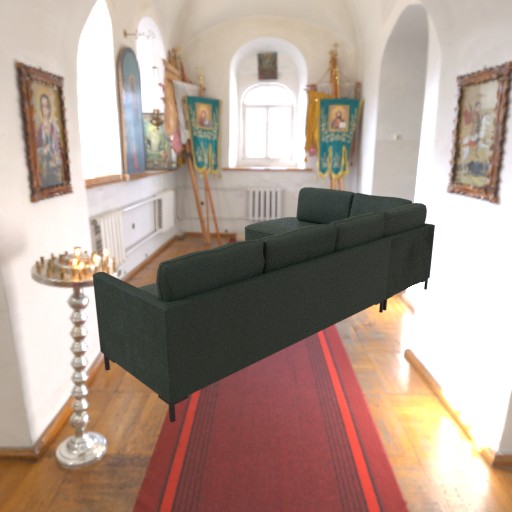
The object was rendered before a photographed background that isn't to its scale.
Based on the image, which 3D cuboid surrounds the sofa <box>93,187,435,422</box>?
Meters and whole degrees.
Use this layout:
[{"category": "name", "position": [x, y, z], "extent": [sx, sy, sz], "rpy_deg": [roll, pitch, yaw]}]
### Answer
[{"category": "sofa", "position": [0.000, 0.000, 4.333], "extent": [3.384, 0.996, 2.048], "rpy_deg": [-15, 21, -42]}]
